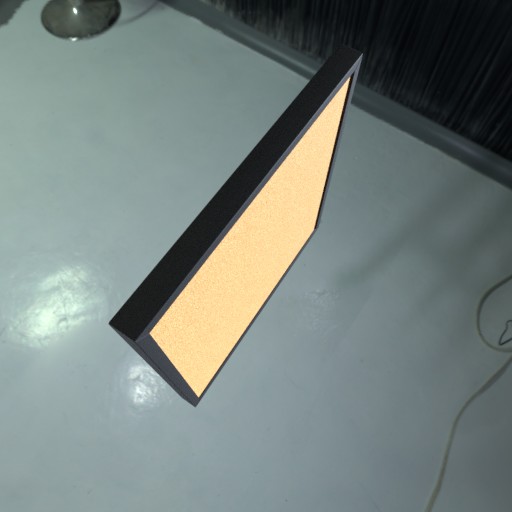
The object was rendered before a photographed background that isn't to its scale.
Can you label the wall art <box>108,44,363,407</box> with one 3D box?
[{"bbox_3d":[0.000,0.000,0.778,0.037,0.508,0.508,31,68,14],"label":"wall art"}]
